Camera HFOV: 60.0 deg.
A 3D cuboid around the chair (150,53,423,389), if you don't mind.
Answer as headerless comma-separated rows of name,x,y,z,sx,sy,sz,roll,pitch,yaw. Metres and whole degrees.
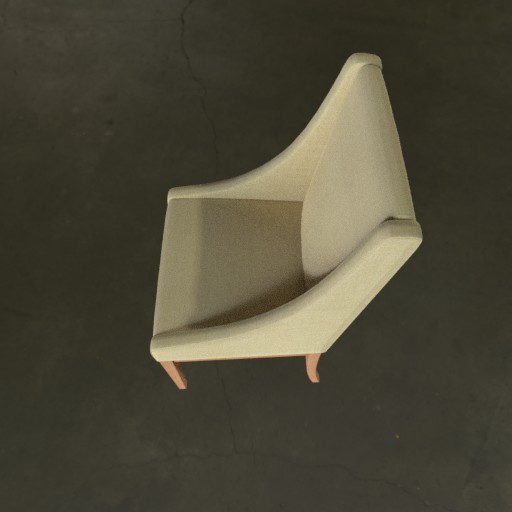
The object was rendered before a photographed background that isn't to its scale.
chair,0.000,0.000,1.356,0.611,1.021,0.575,0,60,0
